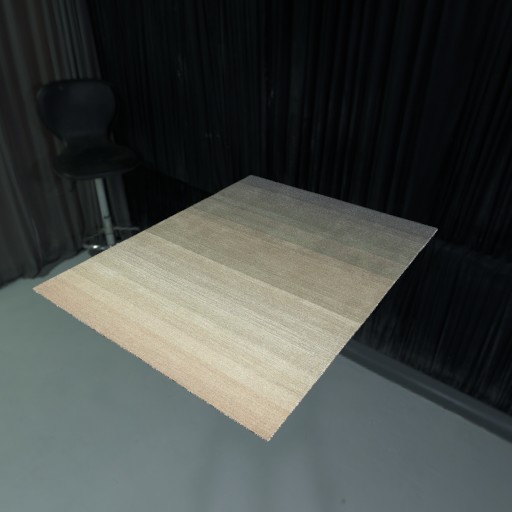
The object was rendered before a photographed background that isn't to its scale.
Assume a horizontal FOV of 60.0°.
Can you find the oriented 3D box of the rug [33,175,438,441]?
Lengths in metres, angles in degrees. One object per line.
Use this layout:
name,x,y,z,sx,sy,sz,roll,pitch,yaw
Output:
rug,0.000,0.000,3.970,2.315,0.015,2.932,22,39,30
